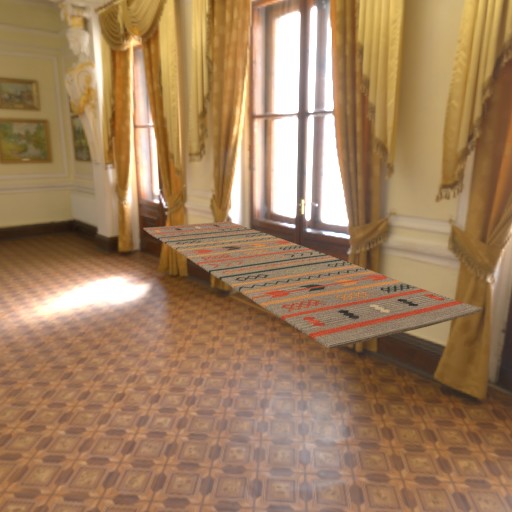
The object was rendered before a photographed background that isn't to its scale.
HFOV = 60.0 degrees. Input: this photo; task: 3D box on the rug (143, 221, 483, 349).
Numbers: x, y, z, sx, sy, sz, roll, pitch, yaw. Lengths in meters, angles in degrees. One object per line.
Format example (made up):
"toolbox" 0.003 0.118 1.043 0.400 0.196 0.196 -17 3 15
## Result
"rug" 0.000 0.000 2.600 0.744 0.022 2.419 -7 15 -27
